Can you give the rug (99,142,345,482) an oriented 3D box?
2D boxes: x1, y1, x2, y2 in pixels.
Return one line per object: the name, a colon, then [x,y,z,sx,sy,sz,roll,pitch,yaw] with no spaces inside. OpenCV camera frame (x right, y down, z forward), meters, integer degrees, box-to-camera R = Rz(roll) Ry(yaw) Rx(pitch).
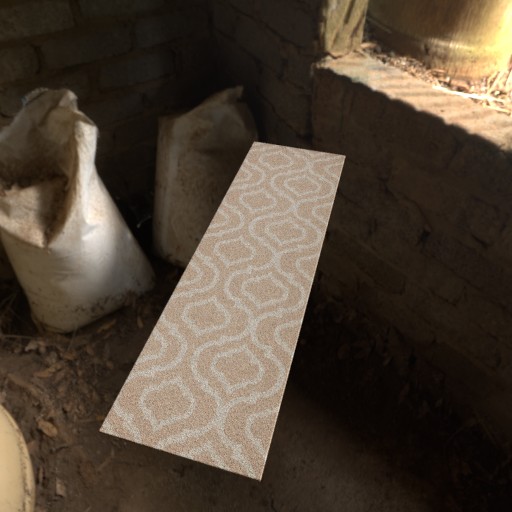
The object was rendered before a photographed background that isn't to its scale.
rug: [0.000,0.000,2.516,0.691,0.013,2.289,12,47,11]
